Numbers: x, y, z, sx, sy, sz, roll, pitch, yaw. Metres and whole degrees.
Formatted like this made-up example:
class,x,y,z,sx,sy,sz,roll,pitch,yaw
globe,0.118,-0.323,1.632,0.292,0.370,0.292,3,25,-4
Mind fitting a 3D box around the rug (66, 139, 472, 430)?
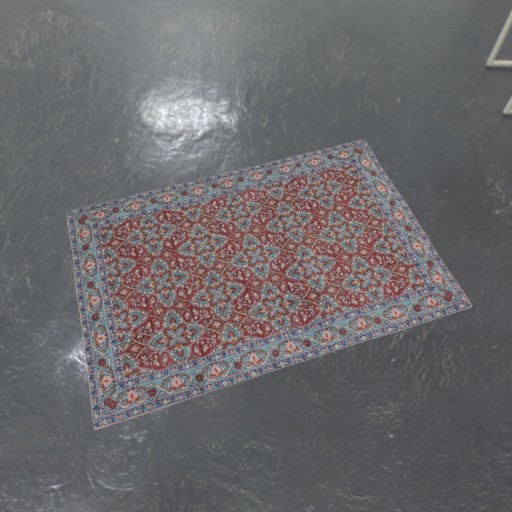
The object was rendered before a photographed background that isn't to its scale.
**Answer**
class,x,y,z,sx,sy,sz,roll,pitch,yaw
rug,0.000,0.000,2.316,1.829,0.009,1.219,-16,59,-10
